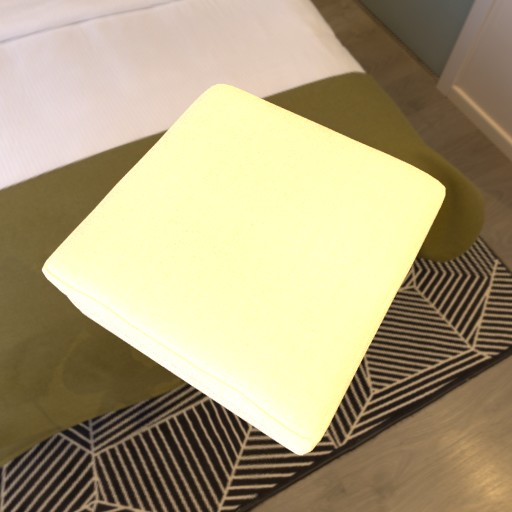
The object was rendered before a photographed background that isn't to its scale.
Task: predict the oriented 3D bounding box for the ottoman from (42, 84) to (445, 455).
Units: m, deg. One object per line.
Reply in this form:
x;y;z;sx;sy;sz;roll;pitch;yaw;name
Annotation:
0.000;0.000;1.368;0.838;0.478;0.838;29;66;14;ottoman
